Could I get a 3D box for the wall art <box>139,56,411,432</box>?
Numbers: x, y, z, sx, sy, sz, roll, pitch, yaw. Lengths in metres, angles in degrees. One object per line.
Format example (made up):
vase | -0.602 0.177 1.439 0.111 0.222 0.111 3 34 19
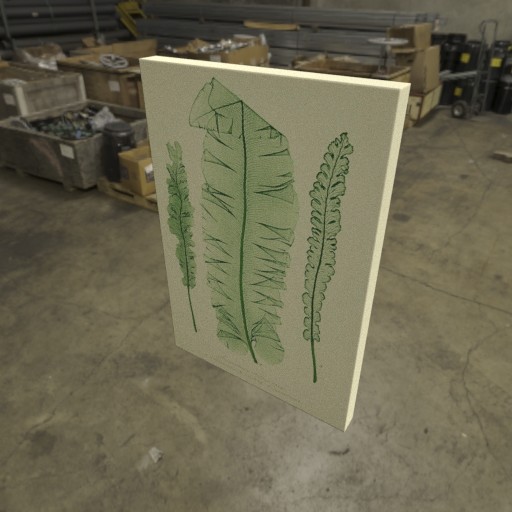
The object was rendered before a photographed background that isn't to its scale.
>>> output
wall art | 0.000 0.000 0.774 0.418 0.608 0.038 19 37 28
